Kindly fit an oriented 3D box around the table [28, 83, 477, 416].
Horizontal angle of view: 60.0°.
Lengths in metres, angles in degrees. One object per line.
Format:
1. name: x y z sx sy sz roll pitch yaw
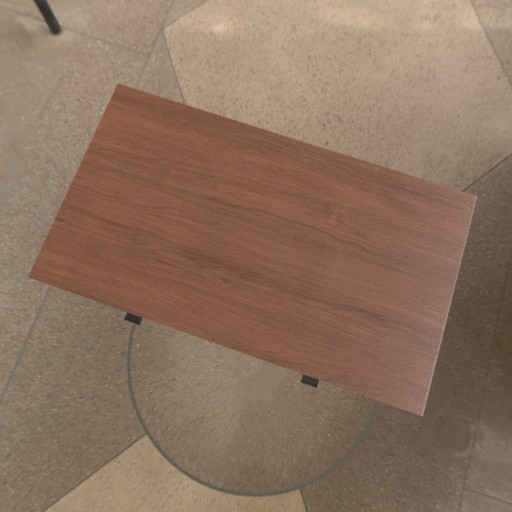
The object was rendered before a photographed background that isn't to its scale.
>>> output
1. table: 0.000 0.000 1.320 1.020 0.380 0.600 19 78 4
